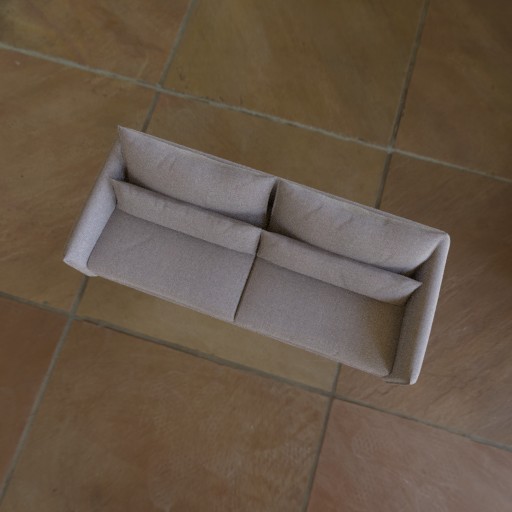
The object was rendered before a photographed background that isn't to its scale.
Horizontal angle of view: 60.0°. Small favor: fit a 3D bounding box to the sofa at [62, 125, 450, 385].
[{"bbox_3d":[0.000,0.000,2.493,2.022,0.833,0.809,19,77,5],"label":"sofa"}]
